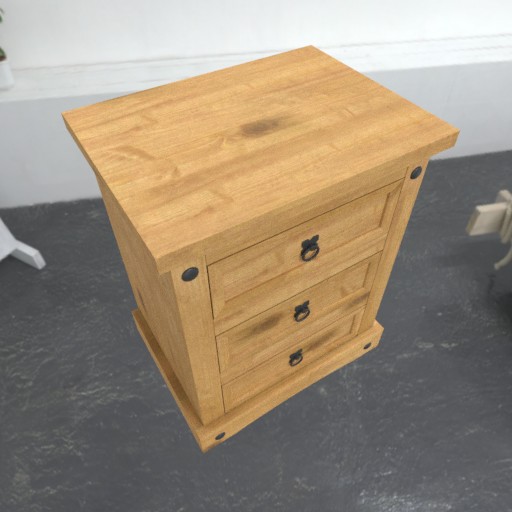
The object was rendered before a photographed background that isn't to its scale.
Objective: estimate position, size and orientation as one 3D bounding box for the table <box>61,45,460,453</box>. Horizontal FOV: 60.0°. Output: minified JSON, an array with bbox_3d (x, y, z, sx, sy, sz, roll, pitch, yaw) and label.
[{"bbox_3d":[0.000,0.000,1.209,0.660,0.813,0.500,-25,52,-21],"label":"table"}]
